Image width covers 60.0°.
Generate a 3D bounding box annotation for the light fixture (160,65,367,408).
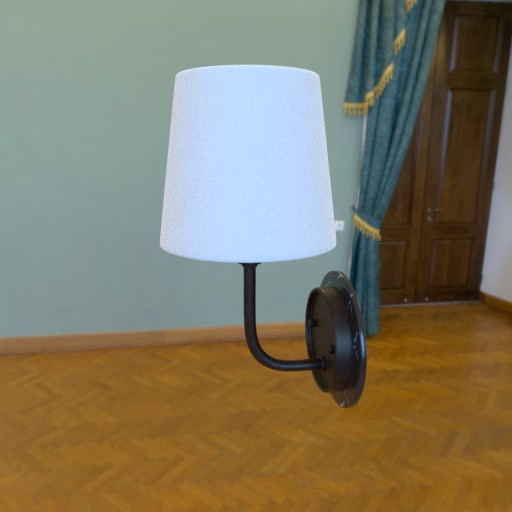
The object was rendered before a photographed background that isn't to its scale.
[{"bbox_3d":[0.000,0.000,0.446,0.188,0.337,0.168,-2,14,-9],"label":"light fixture"}]
